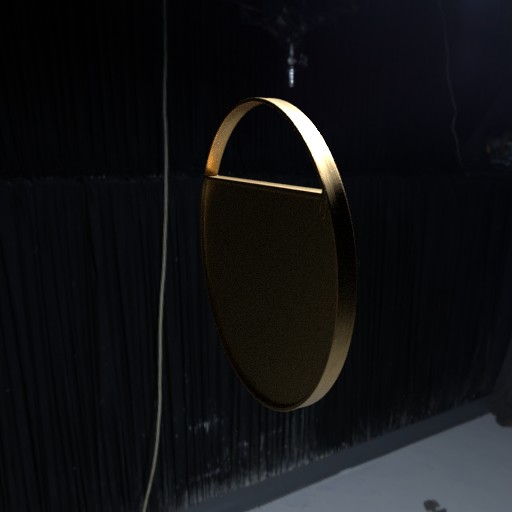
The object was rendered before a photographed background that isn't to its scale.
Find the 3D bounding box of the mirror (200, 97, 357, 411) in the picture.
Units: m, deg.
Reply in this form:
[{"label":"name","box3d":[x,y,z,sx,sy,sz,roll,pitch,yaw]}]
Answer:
[{"label":"mirror","box3d":[0.000,0.000,0.841,0.032,0.565,0.565,-6,15,-25]}]
